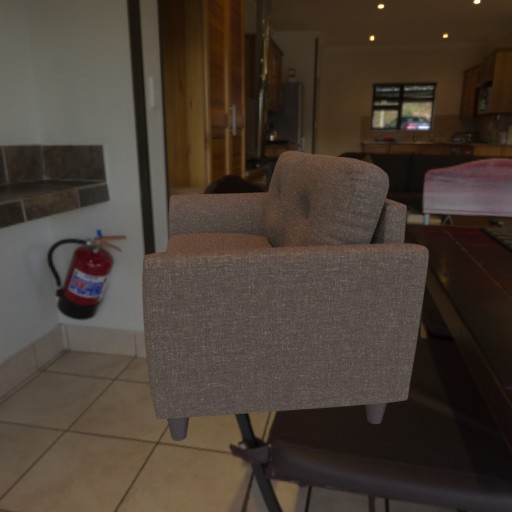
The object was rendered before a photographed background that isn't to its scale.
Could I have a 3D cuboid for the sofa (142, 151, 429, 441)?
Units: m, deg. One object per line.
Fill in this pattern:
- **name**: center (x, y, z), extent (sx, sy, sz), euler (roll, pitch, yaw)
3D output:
- **sofa**: center (0.000, 0.000, 1.969), extent (0.851, 0.885, 1.423), euler (-2, 15, -7)
